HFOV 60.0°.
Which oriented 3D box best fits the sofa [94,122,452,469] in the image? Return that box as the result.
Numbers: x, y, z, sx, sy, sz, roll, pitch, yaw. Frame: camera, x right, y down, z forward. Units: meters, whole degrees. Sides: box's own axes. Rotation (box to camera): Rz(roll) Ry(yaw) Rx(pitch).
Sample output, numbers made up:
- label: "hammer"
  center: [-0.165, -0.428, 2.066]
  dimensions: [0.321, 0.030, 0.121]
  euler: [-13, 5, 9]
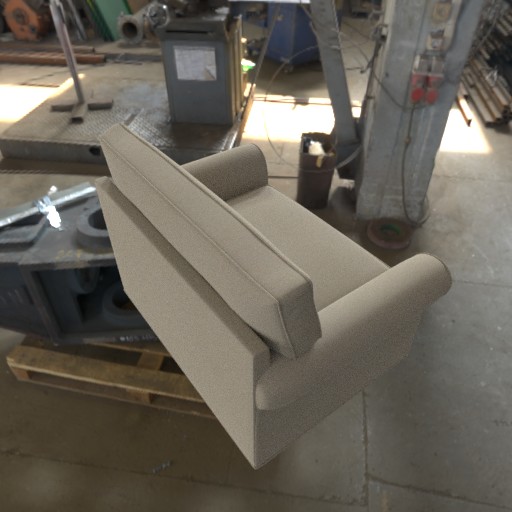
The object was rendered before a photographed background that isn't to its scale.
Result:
- label: "sofa"
  center: [0.000, 0.000, 2.040]
  dimensions: [0.937, 1.006, 1.405]
  euler: [-26, 47, -27]
